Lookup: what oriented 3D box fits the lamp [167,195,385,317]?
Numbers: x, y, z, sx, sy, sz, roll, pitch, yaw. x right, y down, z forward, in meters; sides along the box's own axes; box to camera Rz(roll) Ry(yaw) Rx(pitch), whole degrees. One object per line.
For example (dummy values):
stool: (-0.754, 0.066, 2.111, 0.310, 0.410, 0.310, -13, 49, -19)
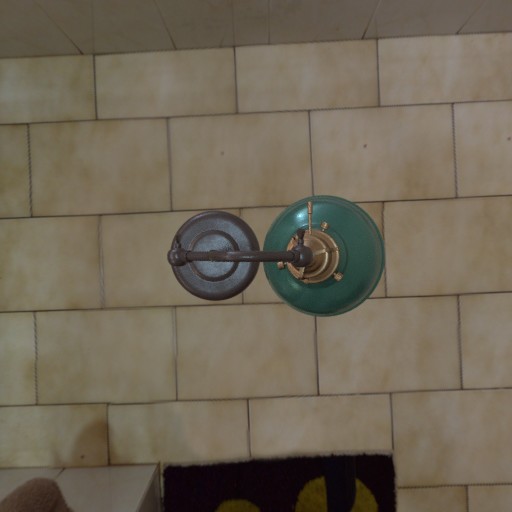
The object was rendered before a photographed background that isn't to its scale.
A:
lamp: (0.000, 0.000, 0.688, 0.374, 0.508, 0.192, 0, 90, 1)
